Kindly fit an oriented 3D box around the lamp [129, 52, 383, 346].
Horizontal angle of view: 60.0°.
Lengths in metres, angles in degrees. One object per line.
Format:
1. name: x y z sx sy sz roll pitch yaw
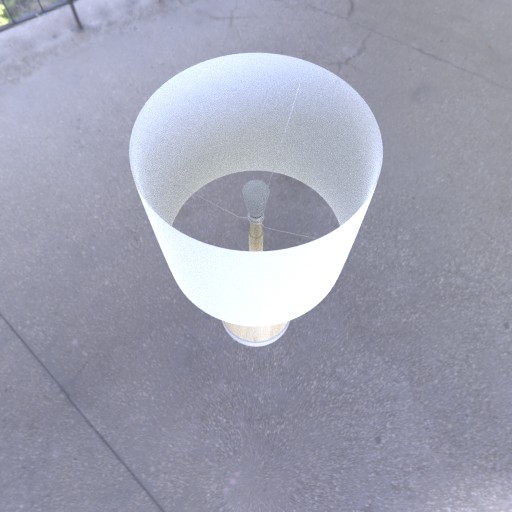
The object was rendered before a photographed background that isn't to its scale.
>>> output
1. lamp: 0.000 0.000 0.609 0.229 0.470 0.229 -32 68 -15
